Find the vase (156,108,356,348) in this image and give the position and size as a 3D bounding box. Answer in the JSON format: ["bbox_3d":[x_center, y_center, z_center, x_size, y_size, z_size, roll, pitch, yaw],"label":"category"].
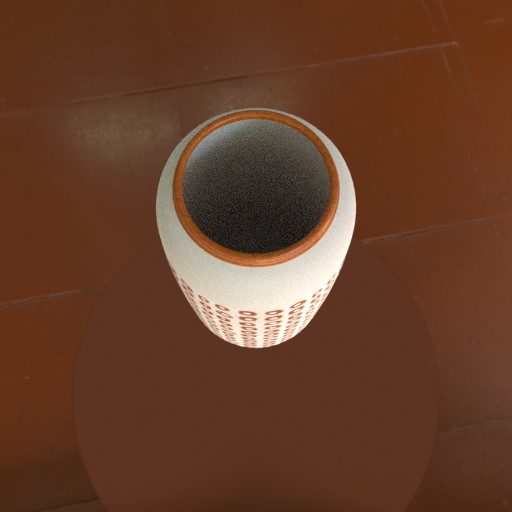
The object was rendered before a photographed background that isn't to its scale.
[{"bbox_3d":[0.000,0.000,0.356,0.133,0.282,0.133,0,75,0],"label":"vase"}]
